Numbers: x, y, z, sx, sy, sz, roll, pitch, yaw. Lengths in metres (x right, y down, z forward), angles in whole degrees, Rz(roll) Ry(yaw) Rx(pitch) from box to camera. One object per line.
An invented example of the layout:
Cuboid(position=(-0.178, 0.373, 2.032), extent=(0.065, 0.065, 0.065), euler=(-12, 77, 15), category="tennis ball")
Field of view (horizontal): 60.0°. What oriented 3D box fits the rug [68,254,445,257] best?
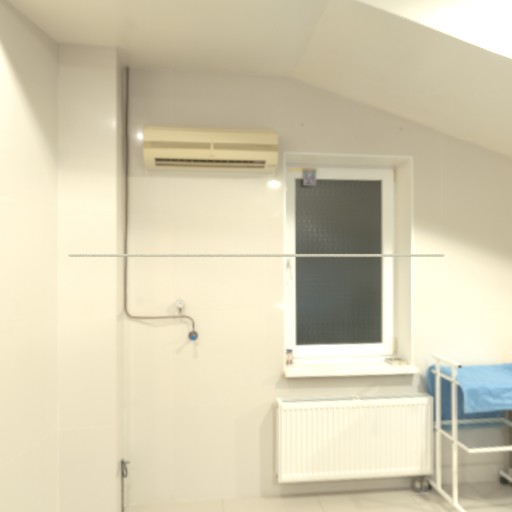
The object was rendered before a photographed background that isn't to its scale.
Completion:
Cuboid(position=(0.000, 0.000, 2.346), extent=(1.225, 0.008, 1.827), euler=(0, 0, 0), category="rug")
